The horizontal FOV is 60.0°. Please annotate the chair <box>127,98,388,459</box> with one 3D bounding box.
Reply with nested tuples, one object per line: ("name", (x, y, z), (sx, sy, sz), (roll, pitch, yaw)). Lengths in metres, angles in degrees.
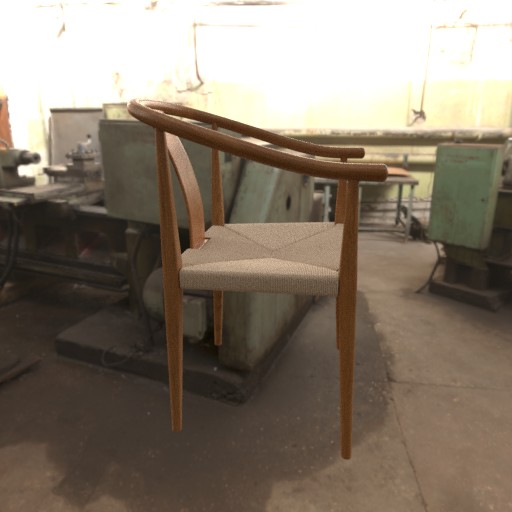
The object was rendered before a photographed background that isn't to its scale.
("chair", (0.000, 0.000, 1.193), (0.579, 0.800, 0.556), (3, 17, 8))
